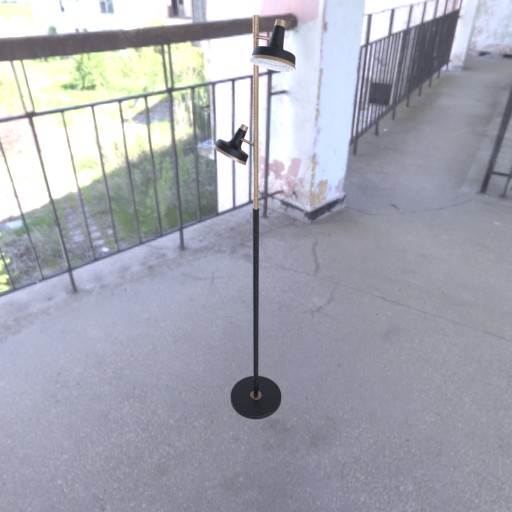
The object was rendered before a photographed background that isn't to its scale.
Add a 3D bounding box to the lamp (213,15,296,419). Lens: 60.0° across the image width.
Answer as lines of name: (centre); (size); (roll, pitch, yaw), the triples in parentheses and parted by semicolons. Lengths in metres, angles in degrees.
lamp: (0.000, 0.000, 1.748); (0.253, 1.674, 0.351); (-23, 39, -31)
